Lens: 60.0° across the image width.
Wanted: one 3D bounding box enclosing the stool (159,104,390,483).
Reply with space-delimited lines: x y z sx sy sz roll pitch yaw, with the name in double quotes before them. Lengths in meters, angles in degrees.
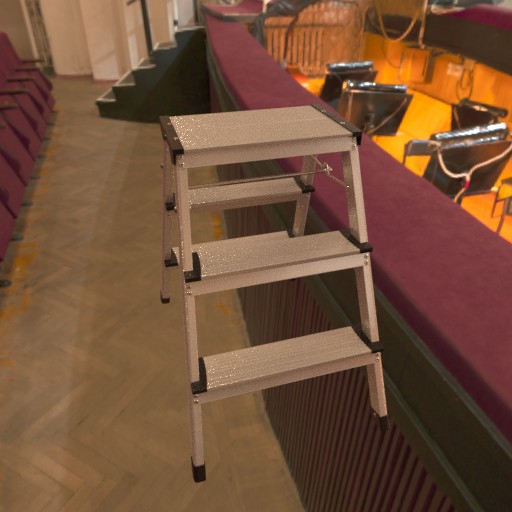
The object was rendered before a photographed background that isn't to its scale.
"stool" 0.000 0.000 1.011 0.437 0.605 0.622 -9 34 -14
